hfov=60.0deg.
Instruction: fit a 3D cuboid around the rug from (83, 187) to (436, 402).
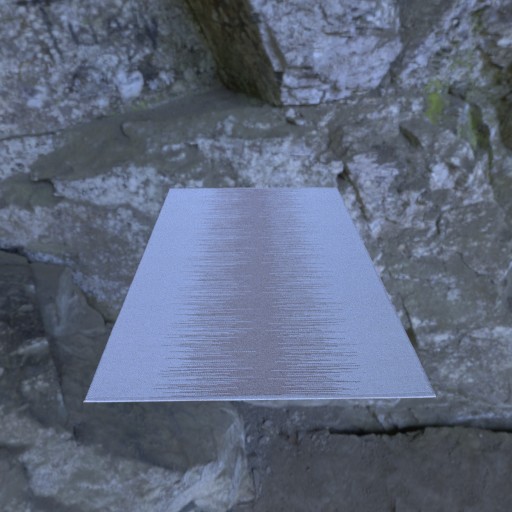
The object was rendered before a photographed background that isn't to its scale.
[{"bbox_3d":[0.000,0.000,2.956,1.522,0.012,2.440,0,30,-1],"label":"rug"}]
